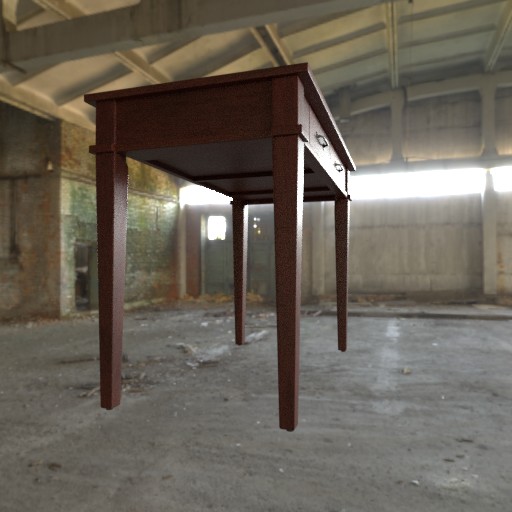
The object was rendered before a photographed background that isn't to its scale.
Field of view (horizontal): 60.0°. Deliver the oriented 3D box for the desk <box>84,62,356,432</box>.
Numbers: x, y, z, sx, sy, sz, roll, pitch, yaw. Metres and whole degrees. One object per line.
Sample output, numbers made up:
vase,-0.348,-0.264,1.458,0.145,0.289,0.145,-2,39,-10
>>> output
desk,0.000,0.000,1.451,0.549,0.762,1.001,0,-1,18
